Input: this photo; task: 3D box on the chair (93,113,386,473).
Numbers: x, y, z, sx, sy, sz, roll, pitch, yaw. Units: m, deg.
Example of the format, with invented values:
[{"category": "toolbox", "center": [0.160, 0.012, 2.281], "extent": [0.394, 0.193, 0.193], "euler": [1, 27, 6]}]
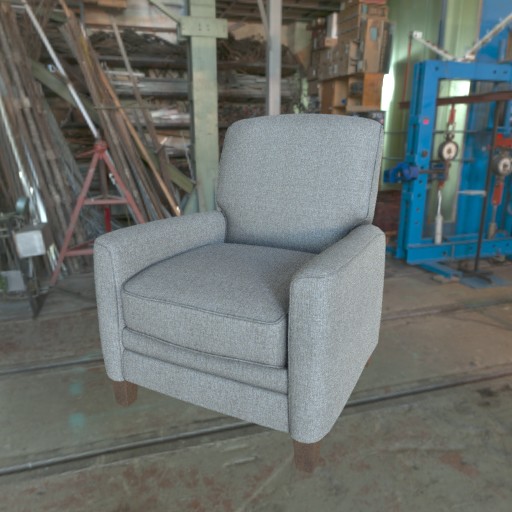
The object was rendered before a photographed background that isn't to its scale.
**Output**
[{"category": "chair", "center": [0.000, 0.000, 1.611], "extent": [0.848, 1.014, 0.864], "euler": [8, 17, 26]}]
